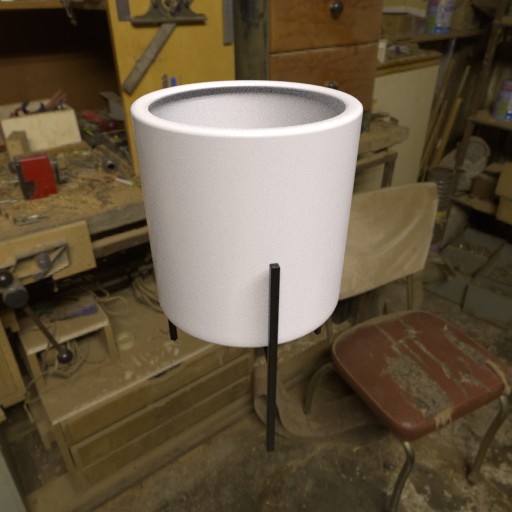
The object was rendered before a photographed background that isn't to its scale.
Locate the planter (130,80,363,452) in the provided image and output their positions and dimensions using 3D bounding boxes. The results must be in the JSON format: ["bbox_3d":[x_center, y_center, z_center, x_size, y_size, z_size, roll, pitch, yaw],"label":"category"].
[{"bbox_3d":[0.000,0.000,0.521,0.239,0.356,0.239,-20,37,-30],"label":"planter"}]
